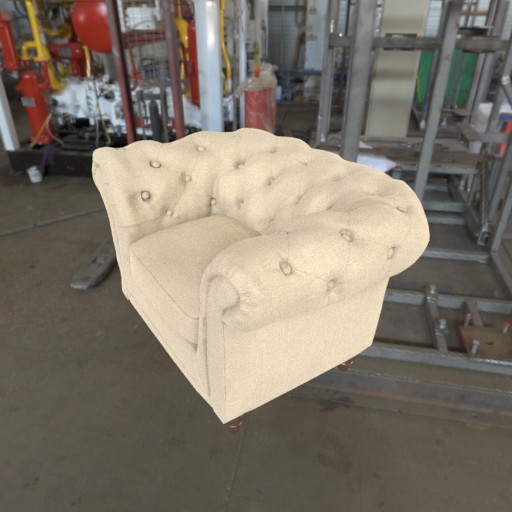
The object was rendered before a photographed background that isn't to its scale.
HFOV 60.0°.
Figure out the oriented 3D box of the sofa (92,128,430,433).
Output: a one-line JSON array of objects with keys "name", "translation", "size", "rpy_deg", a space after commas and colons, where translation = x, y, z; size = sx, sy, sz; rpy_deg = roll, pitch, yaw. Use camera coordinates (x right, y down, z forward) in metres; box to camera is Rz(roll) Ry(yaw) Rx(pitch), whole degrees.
[{"name": "sofa", "translation": [0.000, 0.000, 2.025], "size": [1.034, 0.878, 1.405], "rpy_deg": [-19, 36, -29]}]
